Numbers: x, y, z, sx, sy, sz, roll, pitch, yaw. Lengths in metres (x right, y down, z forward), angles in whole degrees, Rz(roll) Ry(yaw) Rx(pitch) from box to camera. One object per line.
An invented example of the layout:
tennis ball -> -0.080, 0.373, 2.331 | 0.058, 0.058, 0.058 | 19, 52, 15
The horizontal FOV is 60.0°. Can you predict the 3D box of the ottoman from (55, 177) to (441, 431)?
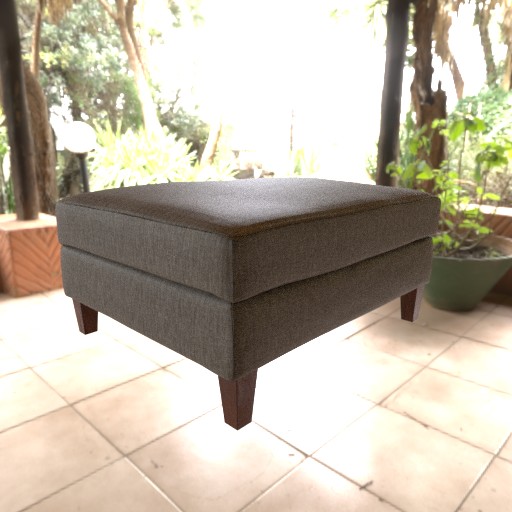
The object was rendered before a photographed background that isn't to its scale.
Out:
ottoman -> 0.000, 0.000, 1.479 | 0.839, 0.492, 0.994 | 13, 19, 42
